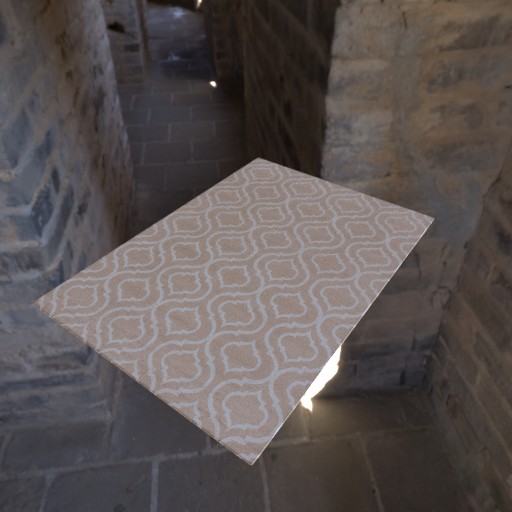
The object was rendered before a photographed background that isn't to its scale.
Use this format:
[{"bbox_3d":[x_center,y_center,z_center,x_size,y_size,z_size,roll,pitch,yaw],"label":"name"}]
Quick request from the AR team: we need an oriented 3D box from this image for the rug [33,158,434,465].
[{"bbox_3d":[0.000,0.000,2.777,1.524,0.010,2.134,25,46,27],"label":"rug"}]
